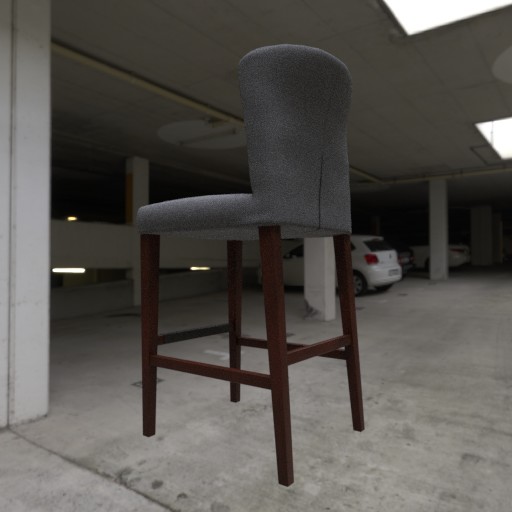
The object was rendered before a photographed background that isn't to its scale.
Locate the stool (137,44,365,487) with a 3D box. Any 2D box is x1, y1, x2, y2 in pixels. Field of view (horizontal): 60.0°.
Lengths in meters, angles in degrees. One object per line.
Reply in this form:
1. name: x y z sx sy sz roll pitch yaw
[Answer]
1. stool: 0.000 0.000 1.352 0.568 1.069 0.486 -1 -1 36
